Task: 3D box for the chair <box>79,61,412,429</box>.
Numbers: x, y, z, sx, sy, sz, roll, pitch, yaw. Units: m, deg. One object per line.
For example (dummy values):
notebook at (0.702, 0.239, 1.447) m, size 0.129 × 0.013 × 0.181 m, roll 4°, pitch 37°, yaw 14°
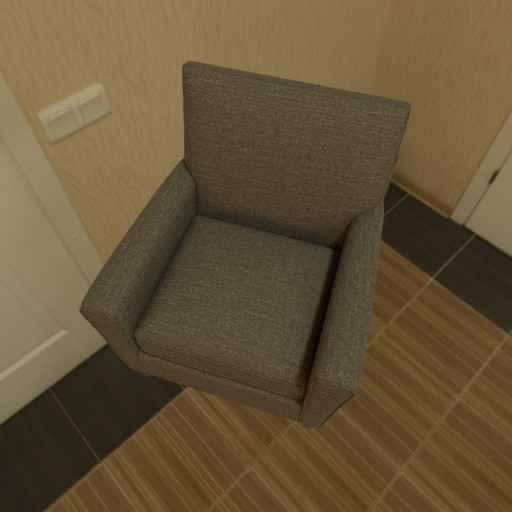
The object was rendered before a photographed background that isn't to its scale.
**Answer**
chair at (0.000, 0.000, 1.592) m, size 0.838 × 0.885 × 0.875 m, roll 15°, pitch 58°, yaw 10°
